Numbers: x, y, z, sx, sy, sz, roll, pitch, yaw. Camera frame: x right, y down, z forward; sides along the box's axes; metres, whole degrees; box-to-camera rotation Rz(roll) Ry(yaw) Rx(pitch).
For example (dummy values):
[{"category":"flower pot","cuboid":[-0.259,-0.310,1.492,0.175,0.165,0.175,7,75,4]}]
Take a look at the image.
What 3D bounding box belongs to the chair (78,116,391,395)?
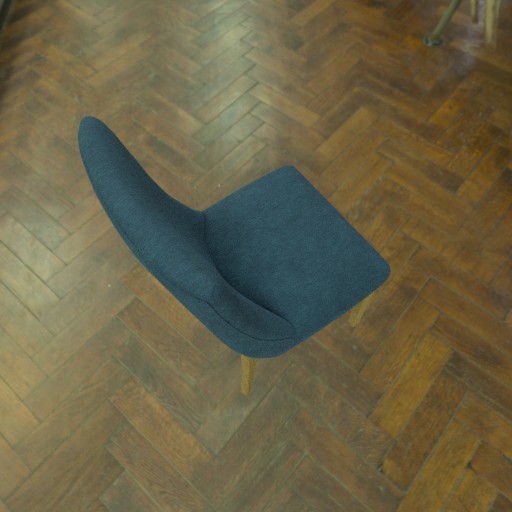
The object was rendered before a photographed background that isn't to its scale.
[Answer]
[{"category":"chair","cuboid":[0.000,0.000,1.213,0.609,0.902,0.495,-31,64,-17]}]
